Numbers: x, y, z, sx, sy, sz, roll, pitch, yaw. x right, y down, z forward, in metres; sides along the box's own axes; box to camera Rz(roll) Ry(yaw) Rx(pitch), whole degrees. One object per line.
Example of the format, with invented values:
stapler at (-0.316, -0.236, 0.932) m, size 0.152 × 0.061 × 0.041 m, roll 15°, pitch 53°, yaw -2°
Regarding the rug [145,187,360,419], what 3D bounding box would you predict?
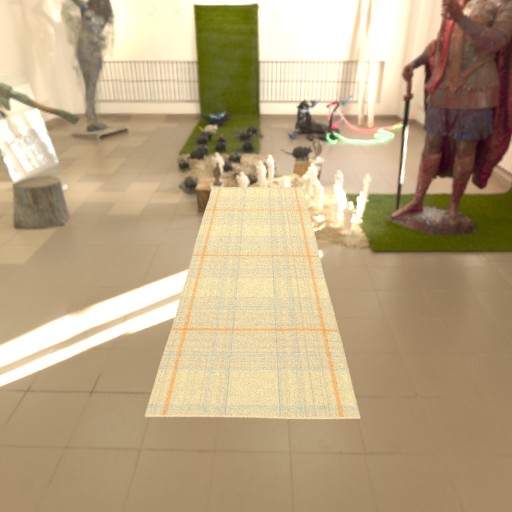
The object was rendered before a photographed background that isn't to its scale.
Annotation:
rug at (0.000, 0.000, 2.651) m, size 0.770 × 0.016 × 2.442 m, roll 0°, pitch 28°, yaw 1°
